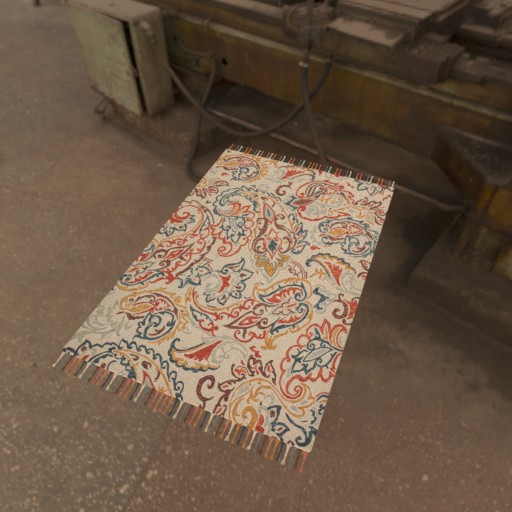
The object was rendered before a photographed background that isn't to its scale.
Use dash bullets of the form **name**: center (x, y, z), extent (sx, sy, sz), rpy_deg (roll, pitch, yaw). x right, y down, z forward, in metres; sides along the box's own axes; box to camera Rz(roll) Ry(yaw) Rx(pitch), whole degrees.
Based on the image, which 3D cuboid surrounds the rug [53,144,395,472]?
- **rug**: center (0.000, 0.000, 2.495), extent (1.218, 0.010, 1.997), rpy_deg (17, 49, 15)
